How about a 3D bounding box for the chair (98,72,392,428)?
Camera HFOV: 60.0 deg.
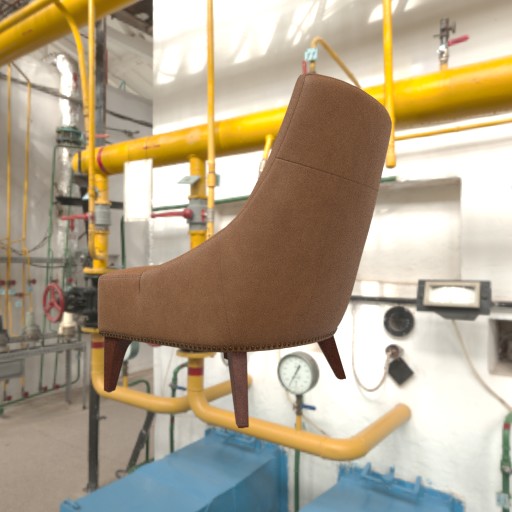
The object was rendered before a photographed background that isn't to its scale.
[{"bbox_3d":[0.000,0.000,1.512,0.861,0.909,0.701,-1,-1,36],"label":"chair"}]
